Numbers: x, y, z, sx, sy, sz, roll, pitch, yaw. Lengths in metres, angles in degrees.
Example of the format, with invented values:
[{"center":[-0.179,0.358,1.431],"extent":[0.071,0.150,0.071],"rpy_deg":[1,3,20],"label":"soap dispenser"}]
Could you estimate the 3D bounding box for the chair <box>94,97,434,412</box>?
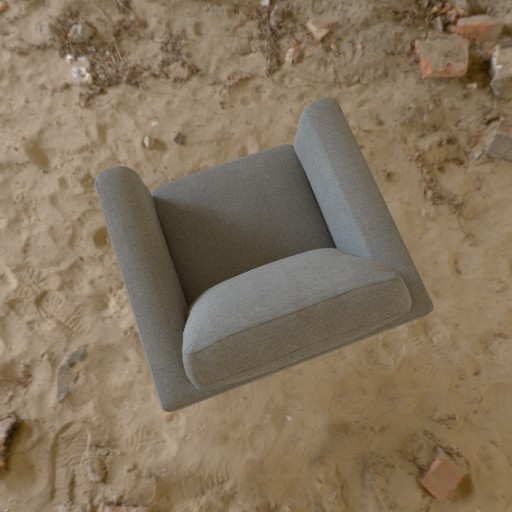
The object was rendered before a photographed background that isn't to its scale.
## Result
[{"center":[0.000,0.000,1.581],"extent":[0.855,0.927,0.800],"rpy_deg":[-20,77,-5],"label":"chair"}]
